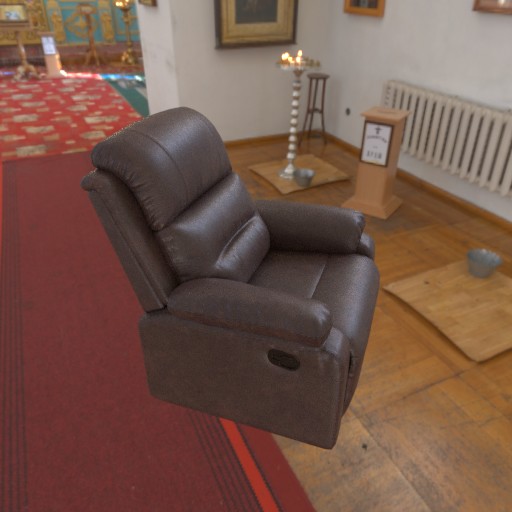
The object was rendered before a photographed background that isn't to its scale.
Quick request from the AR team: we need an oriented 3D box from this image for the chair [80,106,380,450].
[{"bbox_3d":[0.000,0.000,1.681,0.919,0.992,0.855,10,32,17],"label":"chair"}]
